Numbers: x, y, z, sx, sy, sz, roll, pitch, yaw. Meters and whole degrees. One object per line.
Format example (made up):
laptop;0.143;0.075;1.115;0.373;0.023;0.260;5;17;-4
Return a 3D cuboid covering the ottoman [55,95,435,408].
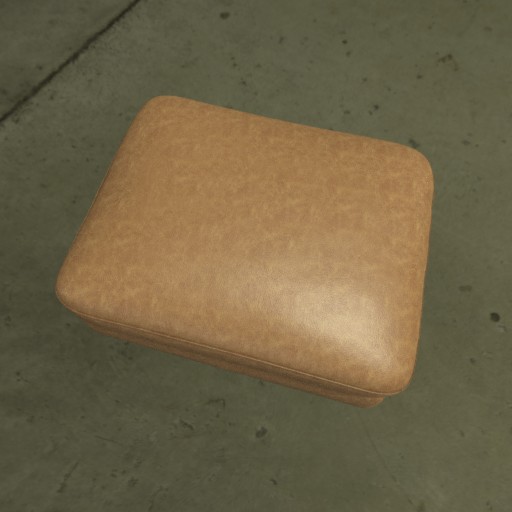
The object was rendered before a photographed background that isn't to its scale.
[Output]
ottoman;0.000;0.000;1.121;0.747;0.478;0.593;13;66;6
